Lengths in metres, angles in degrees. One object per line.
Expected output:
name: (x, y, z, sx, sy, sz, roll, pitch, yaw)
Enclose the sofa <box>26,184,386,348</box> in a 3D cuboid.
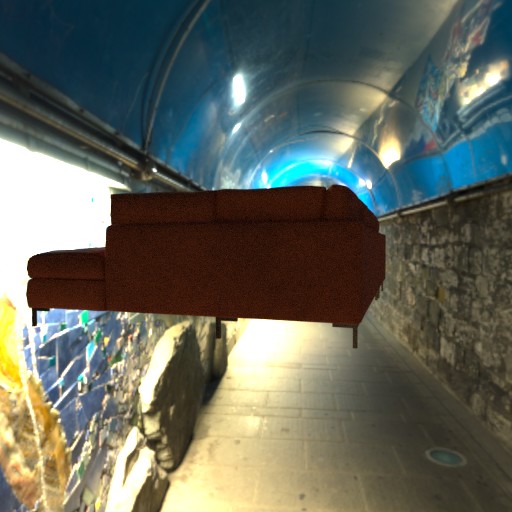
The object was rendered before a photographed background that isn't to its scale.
sofa: (0.000, 0.000, 3.506, 1.879, 0.757, 2.736, 0, 1, 18)
